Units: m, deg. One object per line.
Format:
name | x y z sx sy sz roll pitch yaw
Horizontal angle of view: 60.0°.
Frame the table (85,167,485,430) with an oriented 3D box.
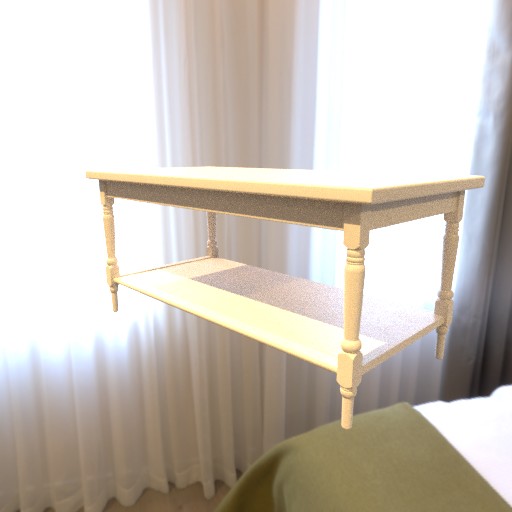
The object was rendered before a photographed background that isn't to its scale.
table | 0.000 0.000 1.380 1.107 0.510 0.550 13 18 44
